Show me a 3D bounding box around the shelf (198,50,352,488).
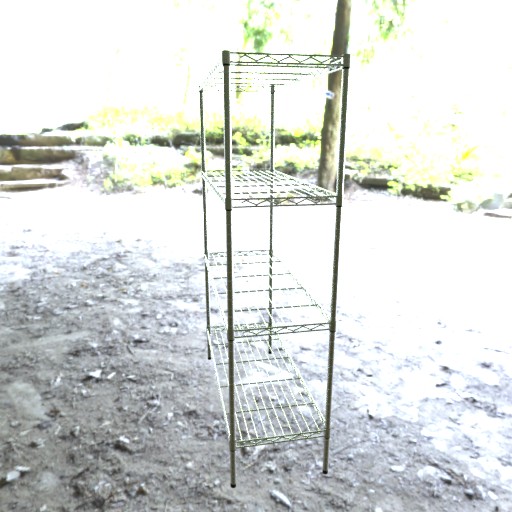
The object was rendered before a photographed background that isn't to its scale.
[{"bbox_3d":[0.000,0.000,1.765,0.352,1.360,0.907,-3,16,-11],"label":"shelf"}]
